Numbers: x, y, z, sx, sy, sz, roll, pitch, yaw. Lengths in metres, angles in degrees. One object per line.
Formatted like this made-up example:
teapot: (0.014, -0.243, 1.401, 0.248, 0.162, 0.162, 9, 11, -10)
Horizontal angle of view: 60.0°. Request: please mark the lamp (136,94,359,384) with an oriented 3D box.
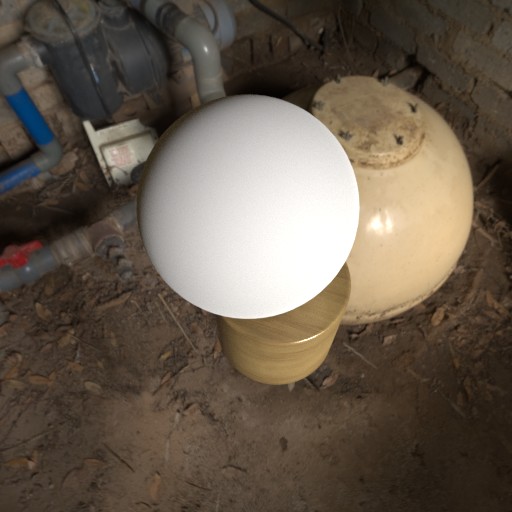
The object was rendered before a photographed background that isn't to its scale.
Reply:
lamp: (0.000, 0.000, 0.335, 0.152, 0.250, 0.141, 17, 60, 10)
